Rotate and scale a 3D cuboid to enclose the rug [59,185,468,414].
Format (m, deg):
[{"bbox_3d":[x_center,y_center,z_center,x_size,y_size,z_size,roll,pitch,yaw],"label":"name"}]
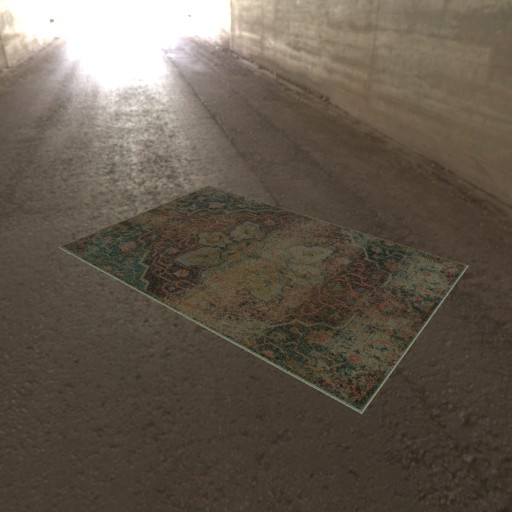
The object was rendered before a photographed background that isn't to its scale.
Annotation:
[{"bbox_3d":[0.000,0.000,3.007,2.363,0.004,1.566,22,37,33],"label":"rug"}]
